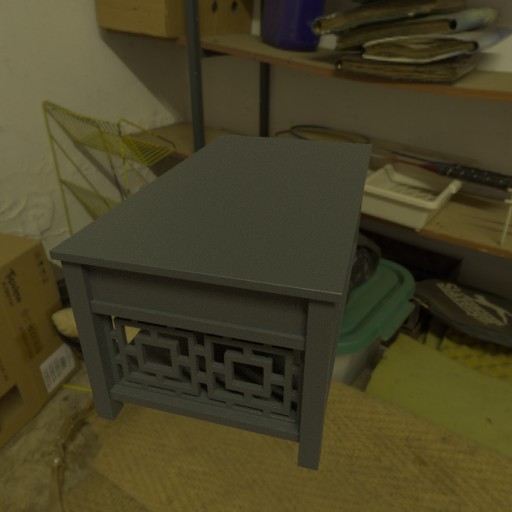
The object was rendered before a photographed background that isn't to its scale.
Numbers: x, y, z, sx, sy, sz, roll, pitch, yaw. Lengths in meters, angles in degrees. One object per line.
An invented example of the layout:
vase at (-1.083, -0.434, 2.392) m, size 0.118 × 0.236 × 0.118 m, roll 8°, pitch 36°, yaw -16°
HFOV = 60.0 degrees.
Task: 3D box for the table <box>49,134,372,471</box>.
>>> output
table at (0.000, 0.000, 1.411) m, size 0.612 × 0.493 × 1.068 m, roll 8°, pitch 29°, yaw 14°
